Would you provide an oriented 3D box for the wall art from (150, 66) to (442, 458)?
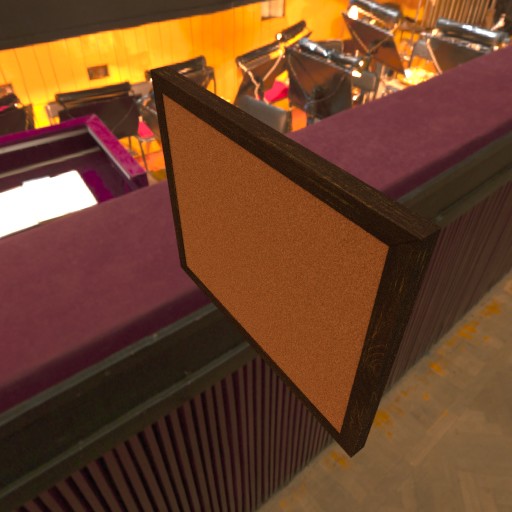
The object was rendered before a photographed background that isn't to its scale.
[{"bbox_3d":[0.000,0.000,0.738,0.032,0.457,0.558,-26,48,-26],"label":"wall art"}]
